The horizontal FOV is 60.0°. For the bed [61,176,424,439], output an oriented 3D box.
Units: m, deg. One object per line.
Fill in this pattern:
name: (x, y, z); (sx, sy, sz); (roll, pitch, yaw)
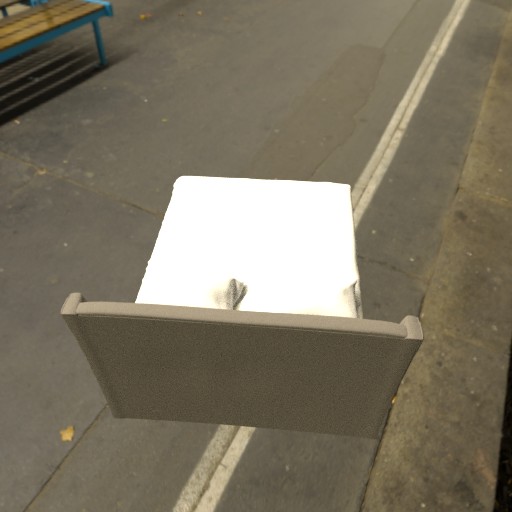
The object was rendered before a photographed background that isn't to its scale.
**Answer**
bed: (0.000, 0.000, 3.524); (1.925, 1.332, 2.276); (4, 46, 3)
